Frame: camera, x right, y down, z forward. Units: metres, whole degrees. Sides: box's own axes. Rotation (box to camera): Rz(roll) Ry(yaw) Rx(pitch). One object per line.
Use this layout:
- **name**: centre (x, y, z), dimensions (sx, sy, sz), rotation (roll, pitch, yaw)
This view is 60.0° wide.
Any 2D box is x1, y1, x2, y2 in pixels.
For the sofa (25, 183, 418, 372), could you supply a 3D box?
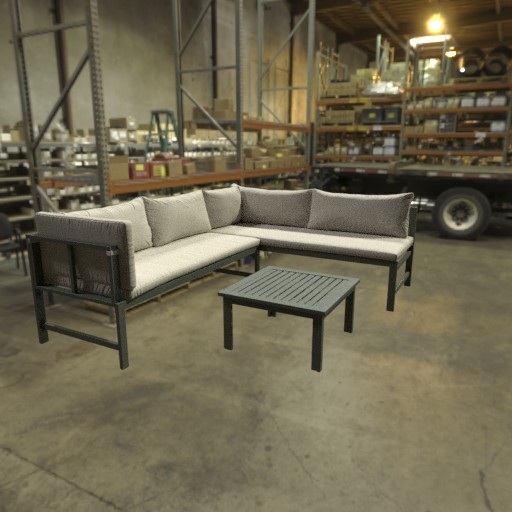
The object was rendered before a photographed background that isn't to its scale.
- **sofa**: centre (0.000, 0.000, 2.912), dimensions (1.658, 0.758, 2.096), rotation (8, 16, 28)
